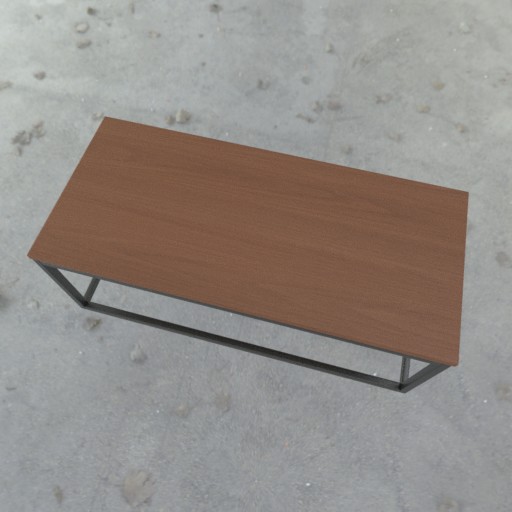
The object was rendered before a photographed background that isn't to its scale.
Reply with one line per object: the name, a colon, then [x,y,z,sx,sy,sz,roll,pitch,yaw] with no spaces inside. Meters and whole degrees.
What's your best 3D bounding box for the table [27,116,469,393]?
table: [0.000,0.000,1.372,1.100,0.400,0.500,13,64,7]
